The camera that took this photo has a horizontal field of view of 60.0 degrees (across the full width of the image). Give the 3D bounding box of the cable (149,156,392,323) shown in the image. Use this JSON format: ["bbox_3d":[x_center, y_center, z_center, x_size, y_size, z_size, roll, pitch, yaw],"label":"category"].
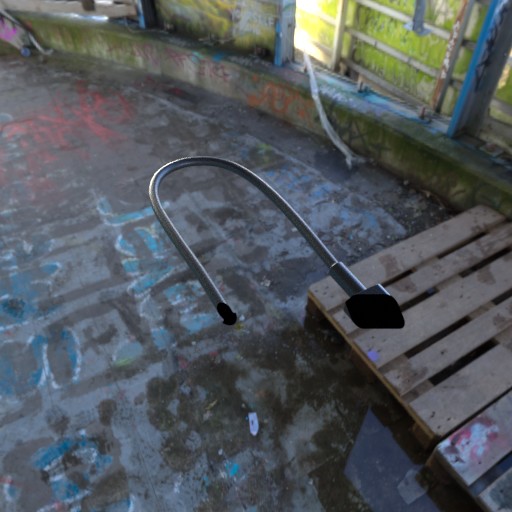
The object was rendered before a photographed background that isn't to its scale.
[{"bbox_3d":[0.000,0.000,0.112,0.040,0.006,0.098,-21,49,-20],"label":"cable"}]
